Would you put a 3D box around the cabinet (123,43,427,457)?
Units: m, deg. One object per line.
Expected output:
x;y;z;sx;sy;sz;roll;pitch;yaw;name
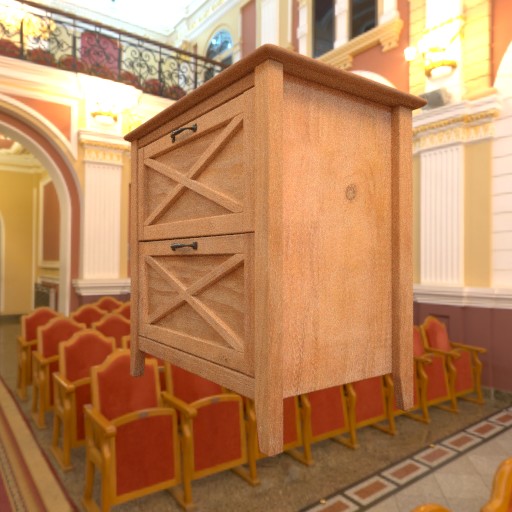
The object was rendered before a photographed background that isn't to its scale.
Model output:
0.000;0.000;1.248;0.503;0.762;0.763;0;-1;-36;cabinet
